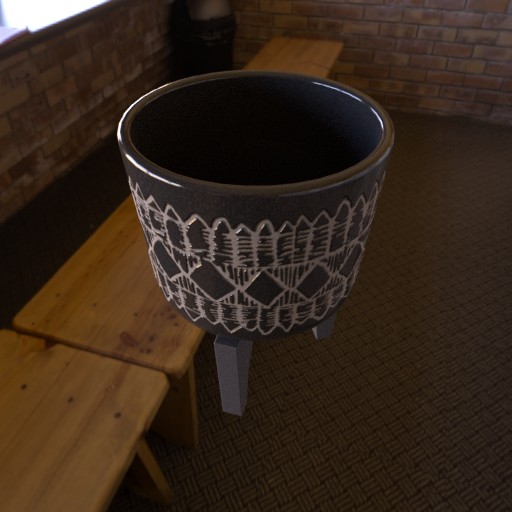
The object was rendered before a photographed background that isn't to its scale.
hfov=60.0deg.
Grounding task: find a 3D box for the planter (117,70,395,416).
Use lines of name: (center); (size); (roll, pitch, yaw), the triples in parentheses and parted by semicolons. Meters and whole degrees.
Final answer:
planter: (0.000, 0.000, 0.269); (0.129, 0.177, 0.129); (0, 42, 0)
